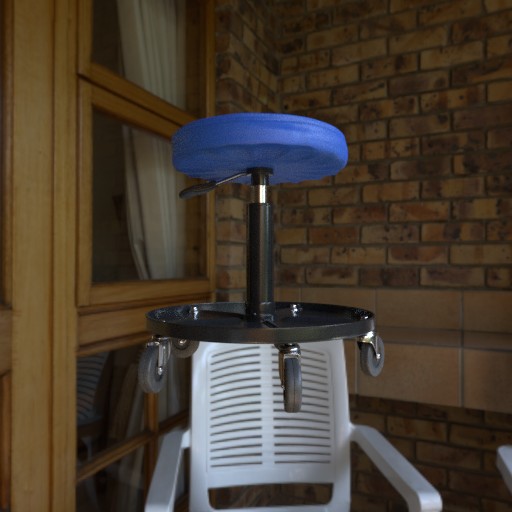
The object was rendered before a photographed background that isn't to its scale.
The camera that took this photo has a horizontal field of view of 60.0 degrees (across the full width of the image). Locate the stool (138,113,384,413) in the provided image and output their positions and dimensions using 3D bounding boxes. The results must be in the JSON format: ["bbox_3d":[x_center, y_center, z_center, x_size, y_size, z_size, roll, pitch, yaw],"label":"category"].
[{"bbox_3d":[0.000,0.000,0.699,0.382,0.365,0.381,0,-1,19],"label":"stool"}]
